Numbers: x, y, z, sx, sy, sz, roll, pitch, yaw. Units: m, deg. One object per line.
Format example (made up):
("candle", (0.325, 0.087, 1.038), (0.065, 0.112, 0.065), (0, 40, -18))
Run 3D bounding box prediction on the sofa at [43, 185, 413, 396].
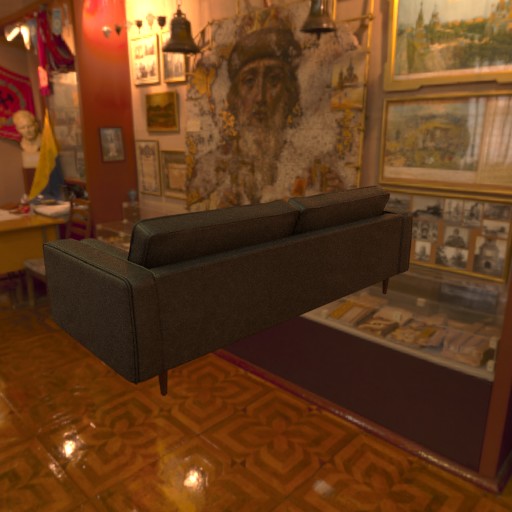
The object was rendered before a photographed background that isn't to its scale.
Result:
("sofa", (0.000, 0.000, 2.704), (2.210, 0.762, 0.914), (-14, 21, -42))
